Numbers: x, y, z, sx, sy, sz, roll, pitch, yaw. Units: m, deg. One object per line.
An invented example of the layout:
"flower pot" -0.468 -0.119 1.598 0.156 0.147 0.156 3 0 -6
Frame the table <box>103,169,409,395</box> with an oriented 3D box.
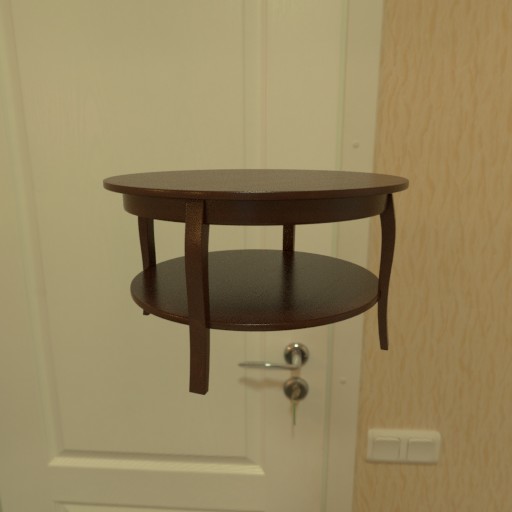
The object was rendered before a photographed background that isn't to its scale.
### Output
"table" 0.000 0.000 1.451 0.911 0.512 0.911 0 14 0
